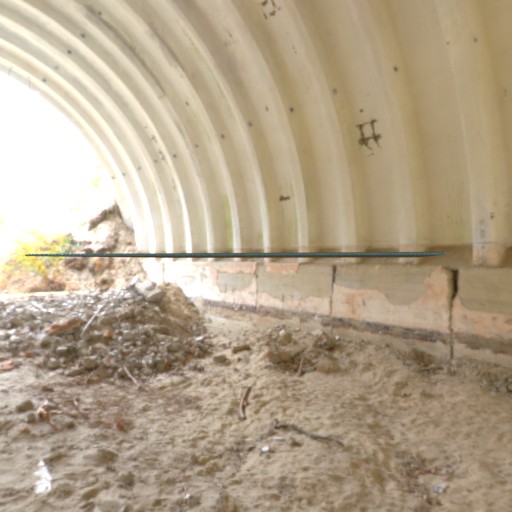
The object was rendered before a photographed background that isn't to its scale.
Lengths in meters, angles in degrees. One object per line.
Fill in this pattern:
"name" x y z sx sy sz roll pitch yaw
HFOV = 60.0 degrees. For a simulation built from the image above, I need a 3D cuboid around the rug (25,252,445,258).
"rug" 0.000 0.000 4.064 2.964 0.018 2.350 0 -1 17
